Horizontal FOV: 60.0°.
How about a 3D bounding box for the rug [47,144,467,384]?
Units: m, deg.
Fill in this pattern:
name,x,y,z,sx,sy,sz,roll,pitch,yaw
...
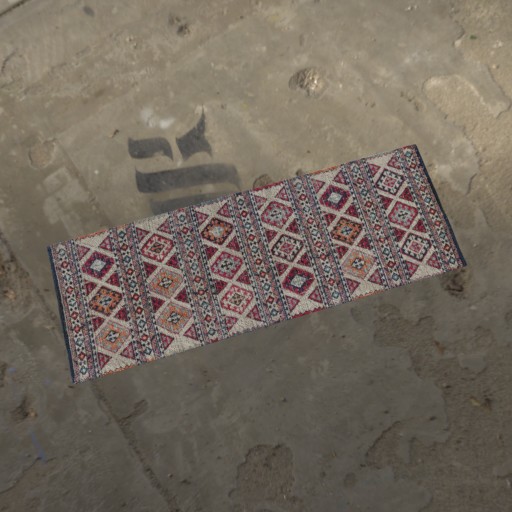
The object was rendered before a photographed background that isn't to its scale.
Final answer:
name,x,y,z,sx,sy,sz,roll,pitch,yaw
rug,0.000,0.000,2.628,2.362,0.008,0.832,-16,76,-4
